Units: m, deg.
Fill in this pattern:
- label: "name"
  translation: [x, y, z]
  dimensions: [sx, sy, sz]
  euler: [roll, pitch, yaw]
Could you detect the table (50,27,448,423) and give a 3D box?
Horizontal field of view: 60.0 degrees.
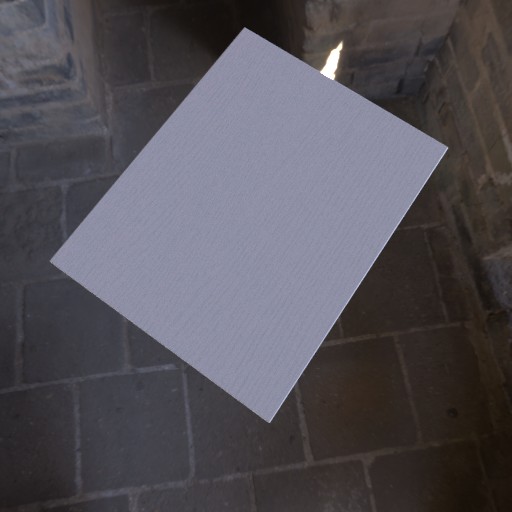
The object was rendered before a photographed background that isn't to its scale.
- label: "table"
  translation: [0.000, 0.000, 0.958]
  dimensions: [0.381, 0.635, 0.480]
  euler: [34, 78, 8]
